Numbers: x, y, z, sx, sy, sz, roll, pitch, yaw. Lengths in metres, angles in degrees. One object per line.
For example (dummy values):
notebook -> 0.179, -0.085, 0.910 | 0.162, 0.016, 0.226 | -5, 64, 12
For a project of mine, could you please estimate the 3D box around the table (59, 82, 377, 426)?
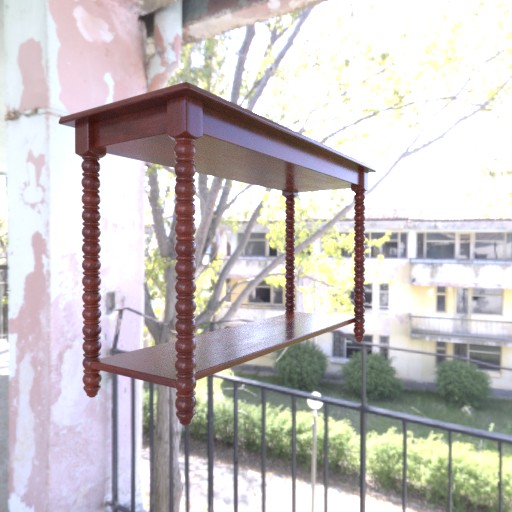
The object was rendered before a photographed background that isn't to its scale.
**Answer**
table -> 0.000, 0.000, 1.527 | 0.459, 0.740, 1.184 | 1, 1, 34
